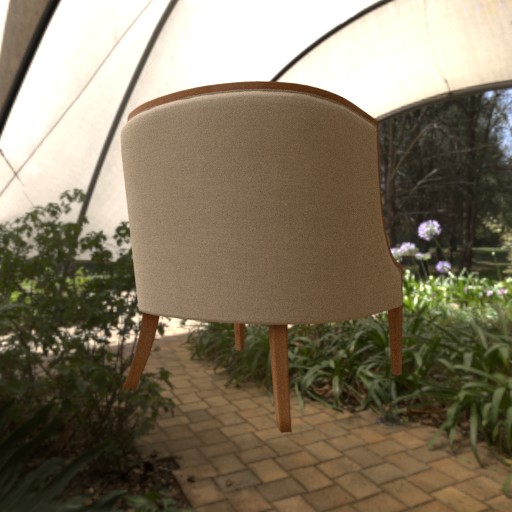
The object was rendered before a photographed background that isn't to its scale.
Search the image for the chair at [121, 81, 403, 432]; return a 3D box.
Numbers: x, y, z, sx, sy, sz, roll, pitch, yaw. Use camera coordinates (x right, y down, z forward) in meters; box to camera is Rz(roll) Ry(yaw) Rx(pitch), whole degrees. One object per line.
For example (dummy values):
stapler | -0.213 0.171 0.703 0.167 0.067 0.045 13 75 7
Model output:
chair | 0.000 0.000 1.363 0.711 0.775 0.757 0 0 35
